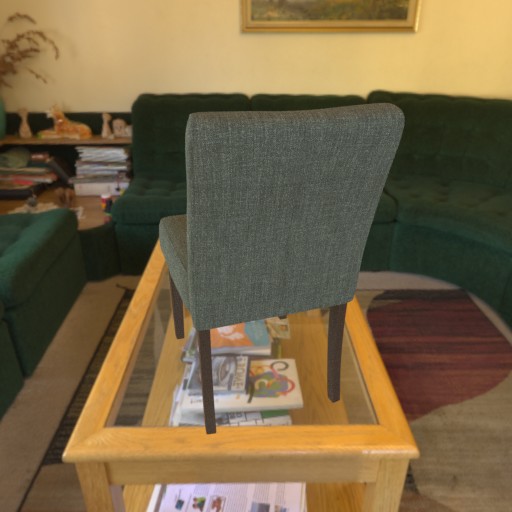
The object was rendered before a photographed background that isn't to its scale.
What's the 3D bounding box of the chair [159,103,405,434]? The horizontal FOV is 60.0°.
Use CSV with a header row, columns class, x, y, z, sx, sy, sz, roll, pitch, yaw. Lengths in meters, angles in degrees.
class,x,y,z,sx,sy,sz,roll,pitch,yaw
chair,0.000,0.000,1.271,0.487,0.884,0.629,-8,28,-16
